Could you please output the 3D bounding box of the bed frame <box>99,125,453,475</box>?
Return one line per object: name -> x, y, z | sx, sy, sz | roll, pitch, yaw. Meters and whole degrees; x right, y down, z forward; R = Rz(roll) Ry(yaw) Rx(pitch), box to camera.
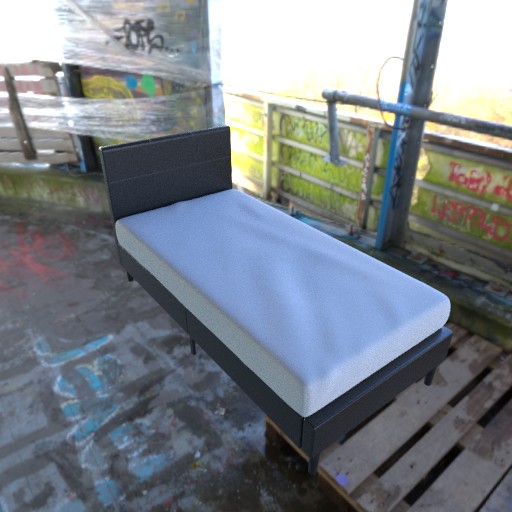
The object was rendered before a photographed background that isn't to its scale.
bed frame -> 0.000, 0.000, 2.565 | 1.038, 1.046, 2.152 | -21, 36, -32
